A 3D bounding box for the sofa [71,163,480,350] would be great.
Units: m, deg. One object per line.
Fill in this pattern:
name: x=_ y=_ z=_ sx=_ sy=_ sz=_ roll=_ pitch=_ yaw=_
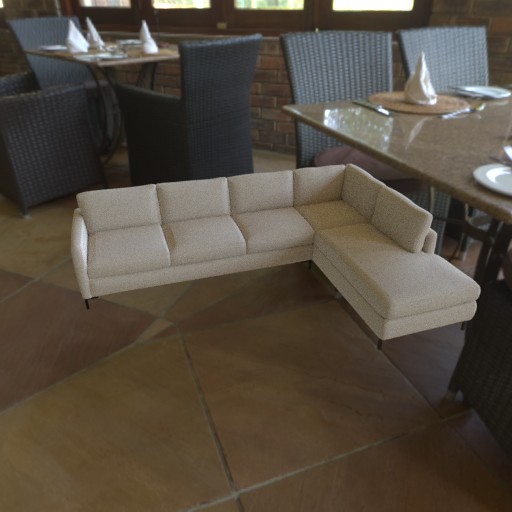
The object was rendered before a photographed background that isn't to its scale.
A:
sofa: x=0.000 y=0.000 z=3.745 sx=2.949 sy=0.815 sz=2.007 roll=-9 pitch=31 yaw=-15
